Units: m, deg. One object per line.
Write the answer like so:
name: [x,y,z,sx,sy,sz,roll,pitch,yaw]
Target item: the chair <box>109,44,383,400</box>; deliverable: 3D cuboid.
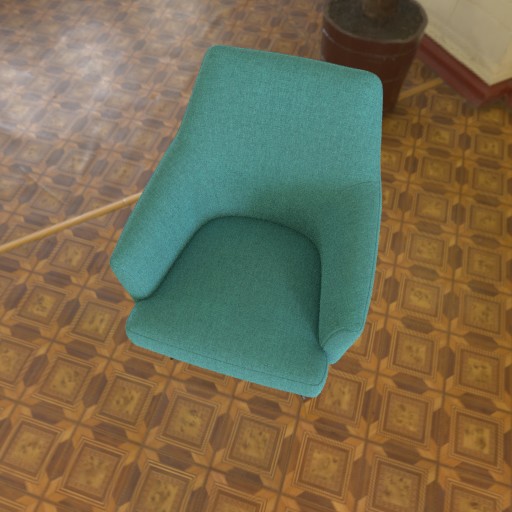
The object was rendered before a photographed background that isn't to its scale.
chair: [0.000,0.000,1.286,0.642,0.874,0.677,14,60,9]
